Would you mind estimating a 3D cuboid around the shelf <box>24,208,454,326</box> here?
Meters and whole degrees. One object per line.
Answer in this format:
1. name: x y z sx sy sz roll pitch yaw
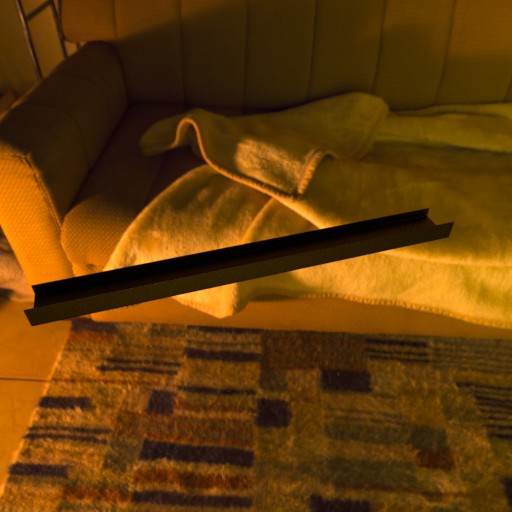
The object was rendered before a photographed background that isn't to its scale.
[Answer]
1. shelf: 0.000 0.000 0.965 0.924 0.049 0.092 -11 43 -12
